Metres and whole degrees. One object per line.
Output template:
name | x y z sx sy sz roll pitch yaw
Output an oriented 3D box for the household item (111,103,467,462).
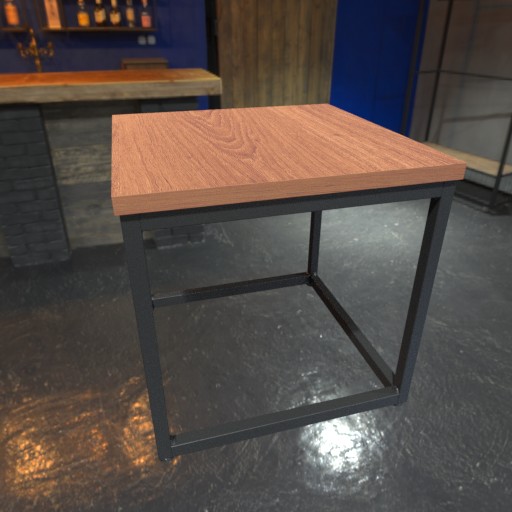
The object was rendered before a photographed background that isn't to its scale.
household item | 0.000 0.000 0.736 0.400 0.400 0.400 -8 30 -14
